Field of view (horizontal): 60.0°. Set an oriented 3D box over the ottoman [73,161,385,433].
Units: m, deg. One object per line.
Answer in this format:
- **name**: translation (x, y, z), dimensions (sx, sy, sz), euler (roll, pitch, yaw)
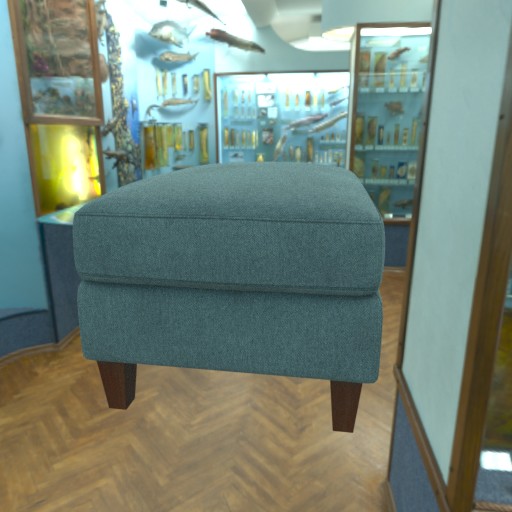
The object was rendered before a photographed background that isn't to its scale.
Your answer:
- **ottoman**: translation (0.000, 0.000, 1.203), dimensions (0.584, 0.483, 0.864), euler (2, 16, 9)
